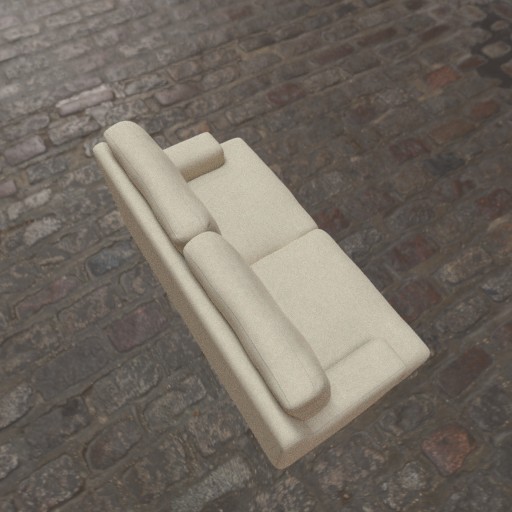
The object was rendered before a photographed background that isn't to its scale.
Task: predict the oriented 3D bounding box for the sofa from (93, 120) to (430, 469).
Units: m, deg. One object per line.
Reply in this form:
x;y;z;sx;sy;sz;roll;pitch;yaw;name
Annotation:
0.000;0.000;2.430;0.962;0.967;1.885;-29;63;-17;sofa
